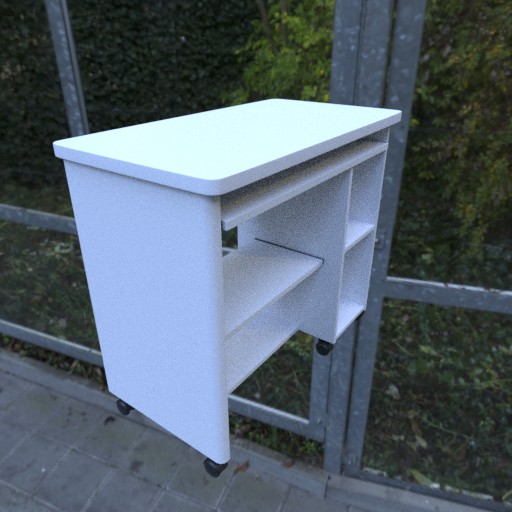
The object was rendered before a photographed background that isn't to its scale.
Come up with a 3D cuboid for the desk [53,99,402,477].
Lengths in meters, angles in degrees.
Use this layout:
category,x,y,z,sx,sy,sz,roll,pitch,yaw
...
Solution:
category,x,y,z,sx,sy,sz,roll,pitch,yaw
desk,0.000,0.000,1.314,0.475,0.763,0.877,18,32,32
